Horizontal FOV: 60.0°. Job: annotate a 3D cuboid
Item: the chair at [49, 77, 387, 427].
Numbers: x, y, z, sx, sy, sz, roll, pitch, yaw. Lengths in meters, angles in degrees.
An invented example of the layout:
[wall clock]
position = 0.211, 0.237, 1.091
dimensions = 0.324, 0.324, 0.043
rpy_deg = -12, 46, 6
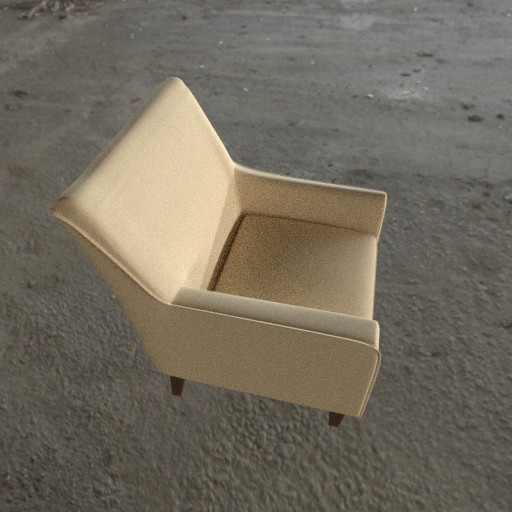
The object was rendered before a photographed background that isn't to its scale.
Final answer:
[chair]
position = 0.000, 0.000, 1.601
dimensions = 0.899, 0.919, 0.780
rpy_deg = 10, 46, 9
